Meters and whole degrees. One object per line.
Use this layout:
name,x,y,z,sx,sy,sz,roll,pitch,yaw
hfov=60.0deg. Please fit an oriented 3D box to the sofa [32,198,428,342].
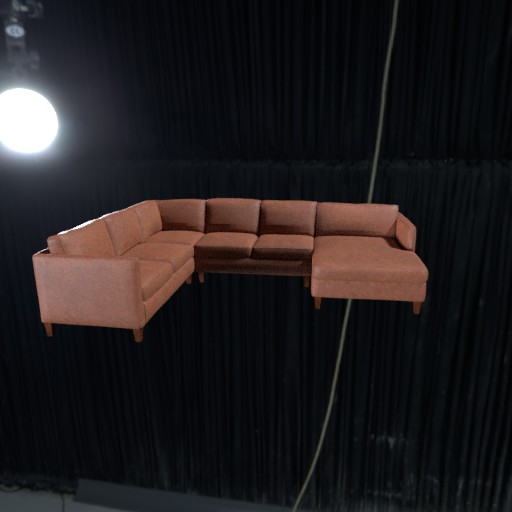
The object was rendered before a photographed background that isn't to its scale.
sofa,0.000,0.000,4.739,3.460,0.923,2.593,2,15,7
